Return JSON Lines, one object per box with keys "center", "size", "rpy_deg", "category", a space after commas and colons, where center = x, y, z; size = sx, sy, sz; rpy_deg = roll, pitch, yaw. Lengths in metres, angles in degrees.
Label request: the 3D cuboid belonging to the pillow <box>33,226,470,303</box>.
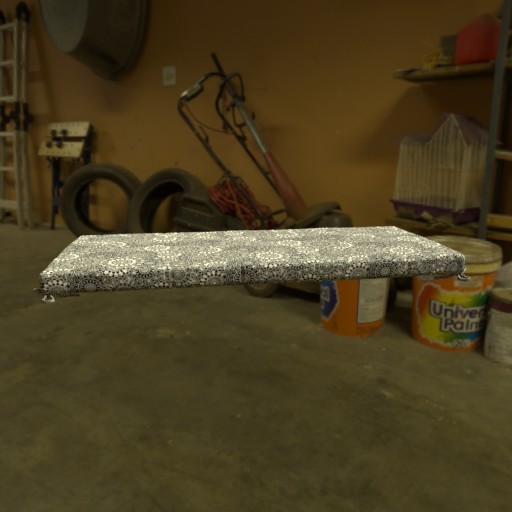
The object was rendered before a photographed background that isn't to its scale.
{"center": [0.000, 0.000, 1.366], "size": [1.187, 0.081, 0.492], "rpy_deg": [-2, 15, -9], "category": "pillow"}
